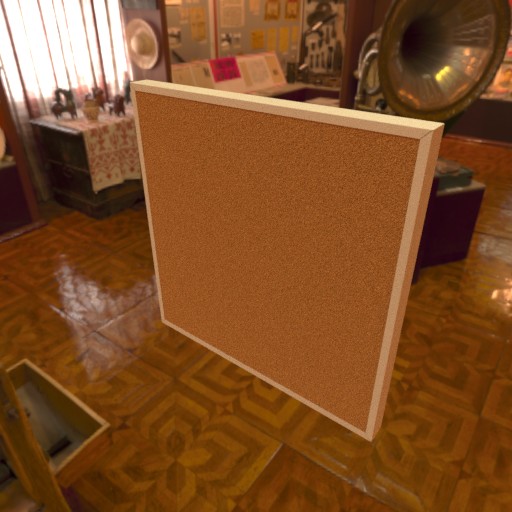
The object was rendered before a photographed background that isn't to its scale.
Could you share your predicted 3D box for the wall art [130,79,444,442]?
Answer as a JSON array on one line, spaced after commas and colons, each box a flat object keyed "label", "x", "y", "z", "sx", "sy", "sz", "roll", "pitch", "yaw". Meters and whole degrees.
[{"label": "wall art", "x": 0.000, "y": 0.000, "z": 0.746, "sx": 0.508, "sy": 0.508, "sz": 0.037, "roll": 21, "pitch": 36, "yaw": 32}]
